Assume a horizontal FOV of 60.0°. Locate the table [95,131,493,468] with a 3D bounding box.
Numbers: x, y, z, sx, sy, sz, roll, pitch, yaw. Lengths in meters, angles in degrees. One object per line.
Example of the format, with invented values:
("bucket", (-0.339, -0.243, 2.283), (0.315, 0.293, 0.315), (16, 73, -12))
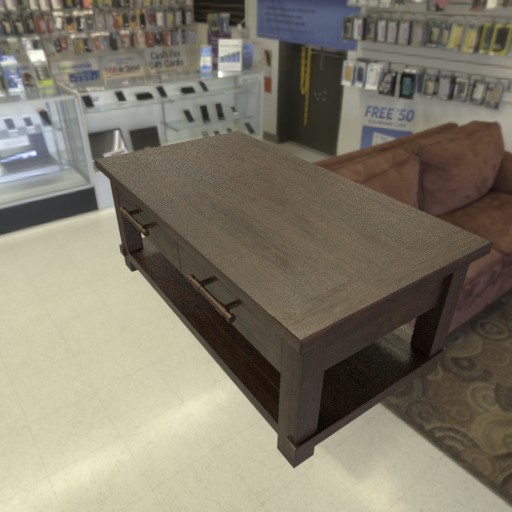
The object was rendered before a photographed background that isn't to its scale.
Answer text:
("table", (0.000, 0.000, 1.605), (0.700, 0.494, 1.270), (-20, 37, -29))
